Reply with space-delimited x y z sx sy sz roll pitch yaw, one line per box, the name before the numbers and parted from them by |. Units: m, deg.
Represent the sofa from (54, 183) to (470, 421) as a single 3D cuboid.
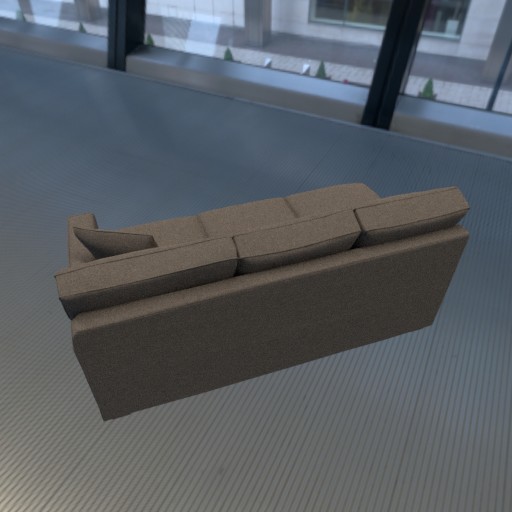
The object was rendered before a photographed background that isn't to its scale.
sofa | 0.000 0.000 2.535 1.963 0.946 1.034 -13 43 -14
